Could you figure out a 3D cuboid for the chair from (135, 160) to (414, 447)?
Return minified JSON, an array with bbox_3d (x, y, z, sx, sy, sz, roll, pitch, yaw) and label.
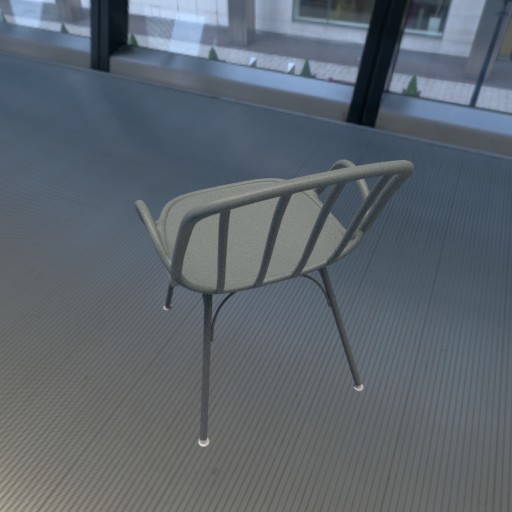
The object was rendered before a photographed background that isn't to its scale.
[{"bbox_3d":[0.000,0.000,1.173,0.549,0.816,0.597,-14,43,-15],"label":"chair"}]
